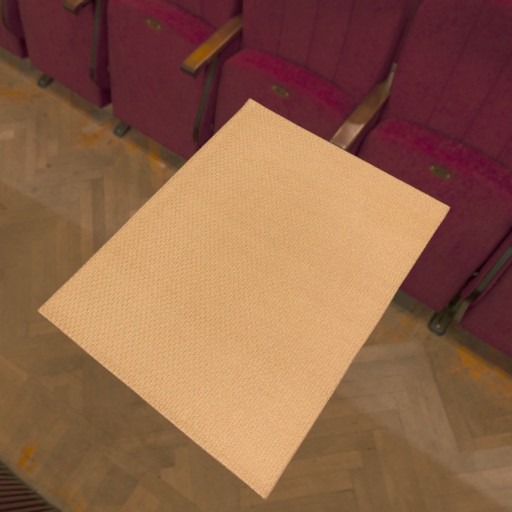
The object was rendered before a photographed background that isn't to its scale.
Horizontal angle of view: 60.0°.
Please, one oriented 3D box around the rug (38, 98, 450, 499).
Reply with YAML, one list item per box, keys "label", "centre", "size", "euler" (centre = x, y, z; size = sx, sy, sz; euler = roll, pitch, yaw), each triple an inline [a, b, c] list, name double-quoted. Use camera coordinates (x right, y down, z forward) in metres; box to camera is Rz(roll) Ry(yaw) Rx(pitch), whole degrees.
- label: "rug"
  centre: [0.000, 0.000, 3.805]
  size: [2.277, 0.035, 2.897]
  euler: [33, 68, 16]
